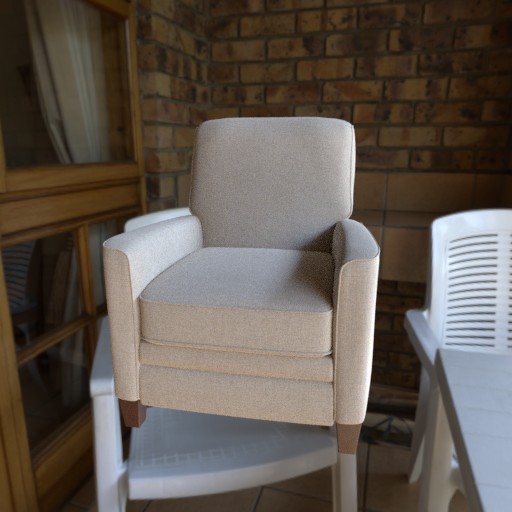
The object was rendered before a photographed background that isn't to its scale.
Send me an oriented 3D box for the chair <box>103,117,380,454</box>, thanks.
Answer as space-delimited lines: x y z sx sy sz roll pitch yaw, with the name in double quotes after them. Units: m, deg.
0.000 0.000 1.648 0.845 1.023 0.859 3 14 10 "chair"
